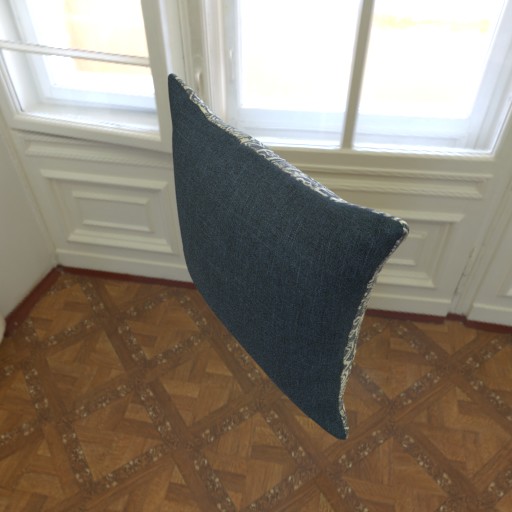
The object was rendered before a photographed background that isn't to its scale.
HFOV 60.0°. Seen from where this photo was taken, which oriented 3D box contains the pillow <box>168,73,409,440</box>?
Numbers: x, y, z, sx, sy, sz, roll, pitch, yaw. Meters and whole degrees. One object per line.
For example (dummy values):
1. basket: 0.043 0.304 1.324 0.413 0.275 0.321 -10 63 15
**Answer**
1. pillow: 0.000 0.000 0.785 0.180 0.487 0.546 -26 48 -26
